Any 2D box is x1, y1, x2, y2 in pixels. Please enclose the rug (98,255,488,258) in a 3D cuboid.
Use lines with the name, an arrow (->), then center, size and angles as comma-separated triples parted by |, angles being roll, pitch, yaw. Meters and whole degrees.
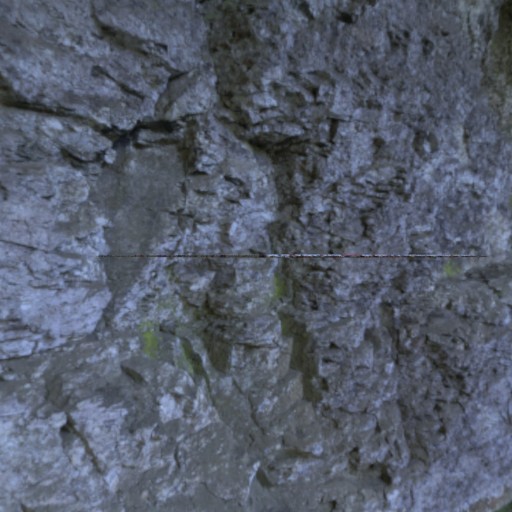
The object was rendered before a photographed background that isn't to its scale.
rug -> 0.000, 0.000, 2.499 | 1.218, 0.010, 1.997 | 0, 0, -36
